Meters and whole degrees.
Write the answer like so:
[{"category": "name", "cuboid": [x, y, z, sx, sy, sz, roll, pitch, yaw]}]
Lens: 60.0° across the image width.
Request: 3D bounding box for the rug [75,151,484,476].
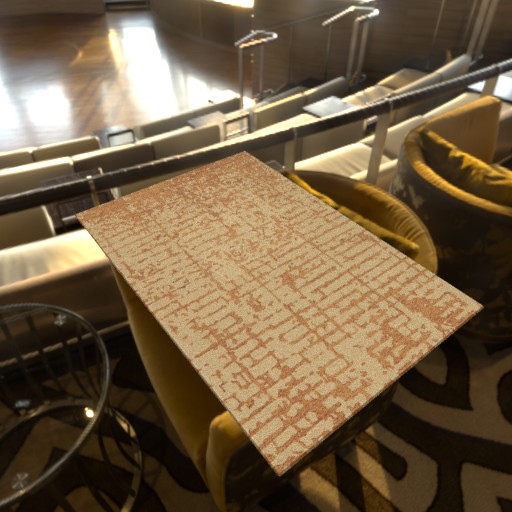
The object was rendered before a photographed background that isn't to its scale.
[{"category": "rug", "cuboid": [0.000, 0.000, 2.284, 1.219, 0.011, 1.829, -27, 49, -27]}]
